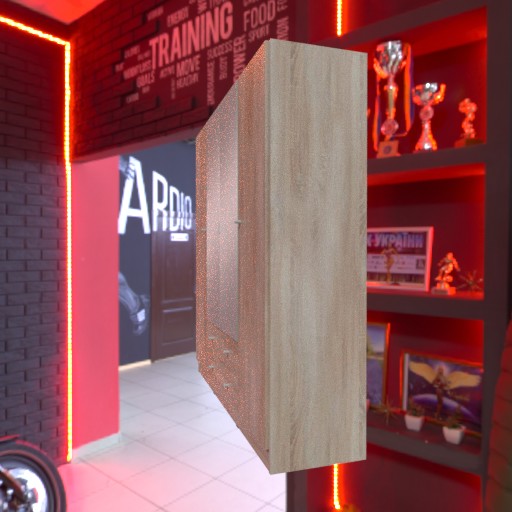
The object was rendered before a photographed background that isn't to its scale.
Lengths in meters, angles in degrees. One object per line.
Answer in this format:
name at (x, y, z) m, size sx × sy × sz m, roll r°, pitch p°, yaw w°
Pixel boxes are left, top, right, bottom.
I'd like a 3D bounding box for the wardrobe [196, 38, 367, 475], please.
wardrobe at (0.000, 0.000, 3.213) m, size 0.598 × 2.159 × 1.998 m, roll 0°, pitch 1°, yaw -18°
